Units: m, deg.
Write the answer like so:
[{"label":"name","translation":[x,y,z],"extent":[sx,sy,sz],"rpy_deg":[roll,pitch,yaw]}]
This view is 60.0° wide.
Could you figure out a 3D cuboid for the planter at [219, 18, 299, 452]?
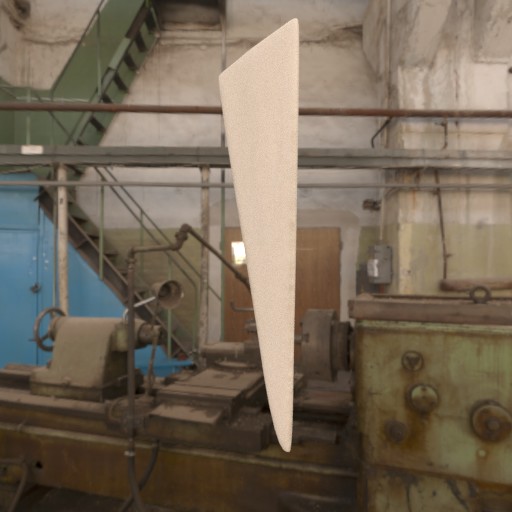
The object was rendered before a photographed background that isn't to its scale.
[{"label":"planter","translation":[0.000,0.000,0.384],"extent":[0.065,0.338,0.143],"rpy_deg":[0,0,0]}]
